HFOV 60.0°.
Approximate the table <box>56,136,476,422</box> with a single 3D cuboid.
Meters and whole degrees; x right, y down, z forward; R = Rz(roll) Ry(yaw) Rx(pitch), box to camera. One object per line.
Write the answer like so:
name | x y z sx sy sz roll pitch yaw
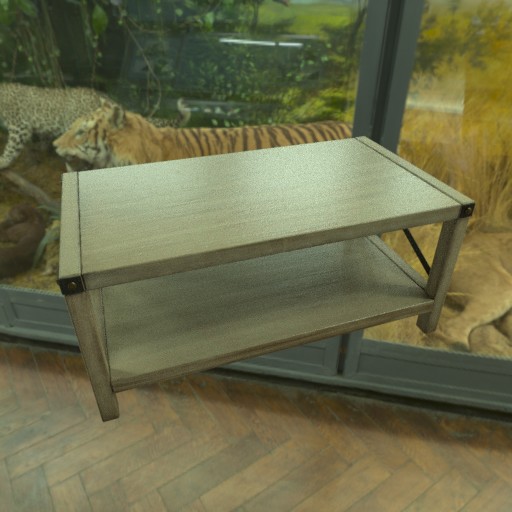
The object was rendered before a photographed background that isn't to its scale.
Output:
table | 0.000 0.000 1.332 1.016 0.456 0.559 -11 35 -16
